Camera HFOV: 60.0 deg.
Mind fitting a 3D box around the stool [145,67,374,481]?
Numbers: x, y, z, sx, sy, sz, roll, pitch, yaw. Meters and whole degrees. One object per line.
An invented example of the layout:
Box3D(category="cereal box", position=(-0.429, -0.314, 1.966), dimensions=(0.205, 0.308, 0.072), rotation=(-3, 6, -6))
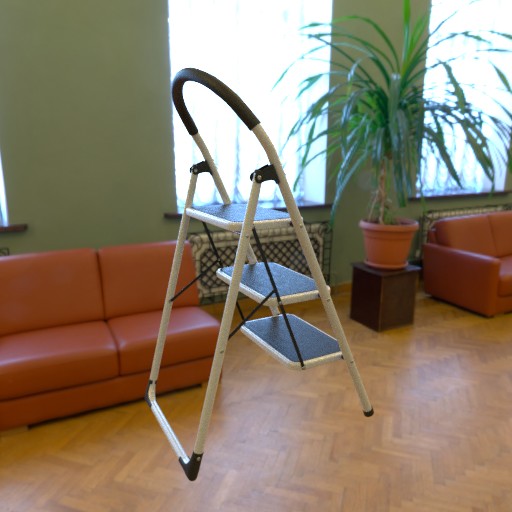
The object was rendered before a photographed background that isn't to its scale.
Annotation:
Box3D(category="stool", position=(0.000, 0.000, 1.448), dimensions=(0.676, 1.109, 0.485), rotation=(-7, 15, -27))
